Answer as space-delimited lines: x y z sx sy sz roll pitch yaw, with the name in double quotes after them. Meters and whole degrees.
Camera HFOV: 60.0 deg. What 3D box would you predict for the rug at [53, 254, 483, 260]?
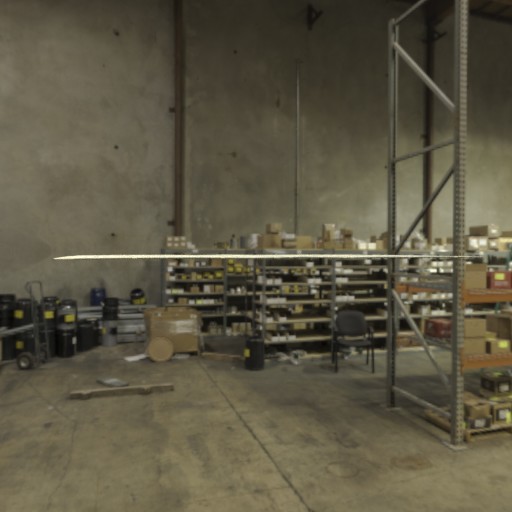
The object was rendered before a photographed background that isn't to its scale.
0.000 0.000 2.224 1.754 0.010 1.148 0 1 -18 "rug"
